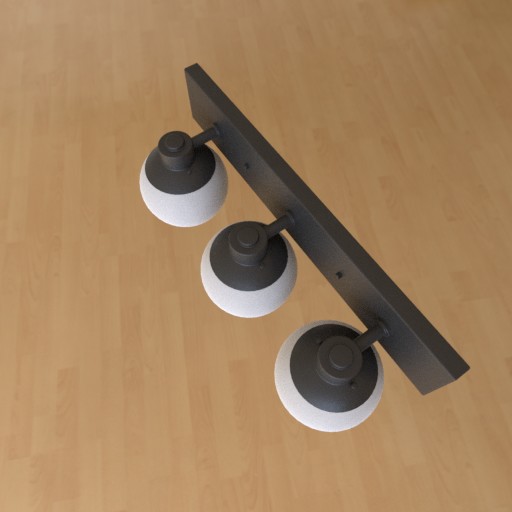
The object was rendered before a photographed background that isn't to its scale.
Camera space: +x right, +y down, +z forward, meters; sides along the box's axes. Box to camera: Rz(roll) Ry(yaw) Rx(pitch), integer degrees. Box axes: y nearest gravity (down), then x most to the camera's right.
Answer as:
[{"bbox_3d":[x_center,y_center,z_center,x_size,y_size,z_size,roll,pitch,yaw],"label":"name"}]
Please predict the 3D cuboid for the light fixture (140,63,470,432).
[{"bbox_3d":[0.000,0.000,0.827,0.218,0.263,0.721,-32,68,-15],"label":"light fixture"}]
